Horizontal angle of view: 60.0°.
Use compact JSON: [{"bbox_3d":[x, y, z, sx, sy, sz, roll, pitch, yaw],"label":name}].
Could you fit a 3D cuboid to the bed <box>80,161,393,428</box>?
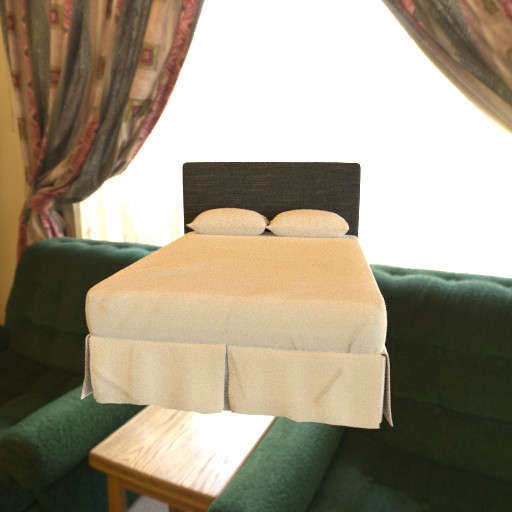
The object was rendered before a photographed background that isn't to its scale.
[{"bbox_3d":[0.000,0.000,3.235,1.723,1.330,2.142,2,13,8],"label":"bed"}]
